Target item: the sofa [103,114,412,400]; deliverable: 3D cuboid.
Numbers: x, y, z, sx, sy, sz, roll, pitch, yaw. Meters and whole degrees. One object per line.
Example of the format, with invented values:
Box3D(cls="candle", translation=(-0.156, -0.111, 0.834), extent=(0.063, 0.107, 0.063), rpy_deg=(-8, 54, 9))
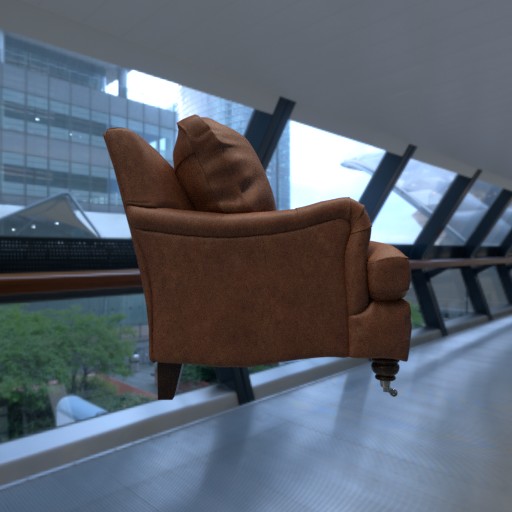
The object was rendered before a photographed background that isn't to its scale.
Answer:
Box3D(cls="sofa", translation=(0.000, 0.000, 2.215), extent=(1.077, 1.004, 1.527), rpy_deg=(0, -1, -1))
